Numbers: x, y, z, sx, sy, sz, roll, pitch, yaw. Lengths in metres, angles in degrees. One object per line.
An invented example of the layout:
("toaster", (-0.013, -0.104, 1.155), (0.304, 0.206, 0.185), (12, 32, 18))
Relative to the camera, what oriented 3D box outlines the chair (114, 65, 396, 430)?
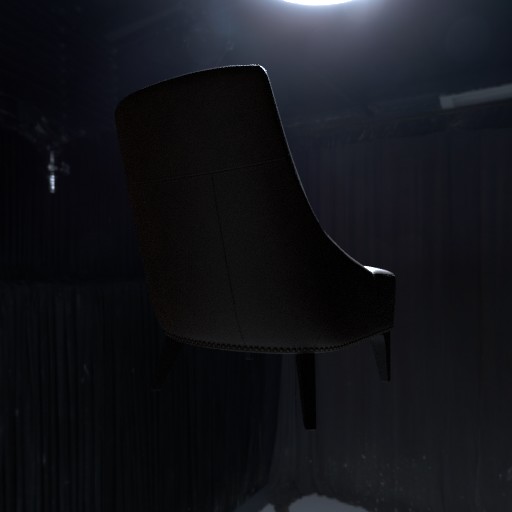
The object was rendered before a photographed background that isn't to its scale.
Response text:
("chair", (0.000, 0.000, 1.483), (0.701, 0.909, 0.861), (0, 0, 35))
